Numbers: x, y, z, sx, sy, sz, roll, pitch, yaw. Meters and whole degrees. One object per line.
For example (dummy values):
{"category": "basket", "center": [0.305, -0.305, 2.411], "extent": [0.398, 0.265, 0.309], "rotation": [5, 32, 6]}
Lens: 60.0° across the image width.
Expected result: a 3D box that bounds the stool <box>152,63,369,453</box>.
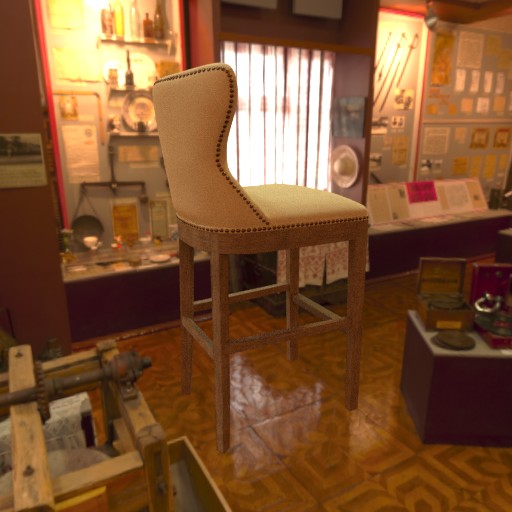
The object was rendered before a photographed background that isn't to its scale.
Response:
{"category": "stool", "center": [0.000, 0.000, 1.484], "extent": [0.606, 1.123, 0.494], "rotation": [-8, 18, -27]}
